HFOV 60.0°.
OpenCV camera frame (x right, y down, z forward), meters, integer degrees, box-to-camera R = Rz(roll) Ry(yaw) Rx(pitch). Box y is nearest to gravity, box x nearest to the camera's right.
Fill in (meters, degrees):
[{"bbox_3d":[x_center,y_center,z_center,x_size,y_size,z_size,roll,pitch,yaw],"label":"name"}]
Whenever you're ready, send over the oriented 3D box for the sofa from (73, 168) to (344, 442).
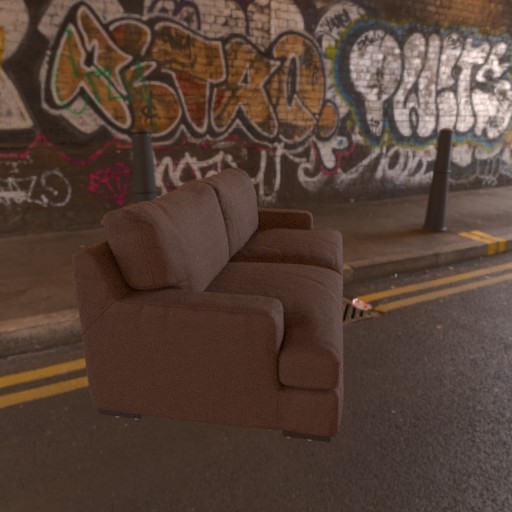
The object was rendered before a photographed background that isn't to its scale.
[{"bbox_3d":[0.000,0.000,2.850,1.140,0.950,2.274,3,17,10],"label":"sofa"}]
